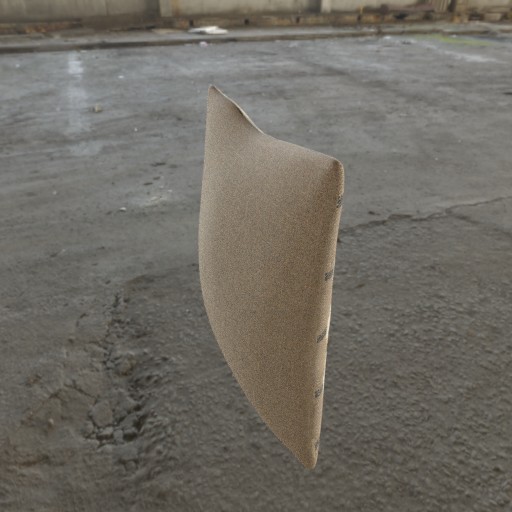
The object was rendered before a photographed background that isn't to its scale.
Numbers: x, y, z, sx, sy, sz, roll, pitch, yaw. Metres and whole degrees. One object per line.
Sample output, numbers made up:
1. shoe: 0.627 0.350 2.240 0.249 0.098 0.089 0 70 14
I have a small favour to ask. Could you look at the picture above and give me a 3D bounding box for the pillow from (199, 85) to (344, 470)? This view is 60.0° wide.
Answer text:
1. pillow: 0.000 0.000 0.857 0.192 0.558 0.578 -11 33 -17
